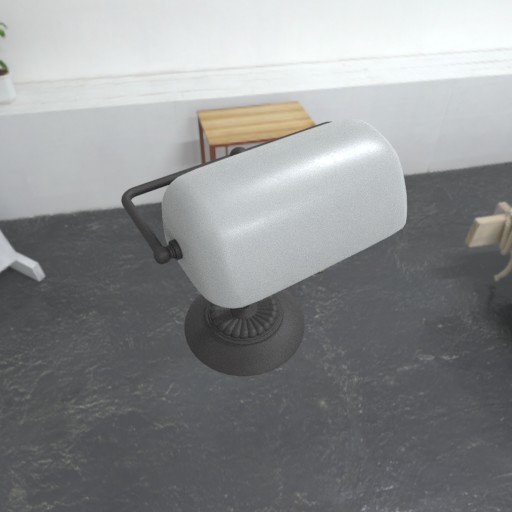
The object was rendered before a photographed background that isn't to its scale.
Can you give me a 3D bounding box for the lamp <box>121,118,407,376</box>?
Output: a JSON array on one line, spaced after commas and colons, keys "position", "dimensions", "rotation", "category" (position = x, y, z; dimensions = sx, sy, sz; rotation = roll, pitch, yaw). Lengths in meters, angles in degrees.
[{"position": [0.000, 0.000, 0.523], "dimensions": [0.264, 0.339, 0.243], "rotation": [-24, 50, -22], "category": "lamp"}]
